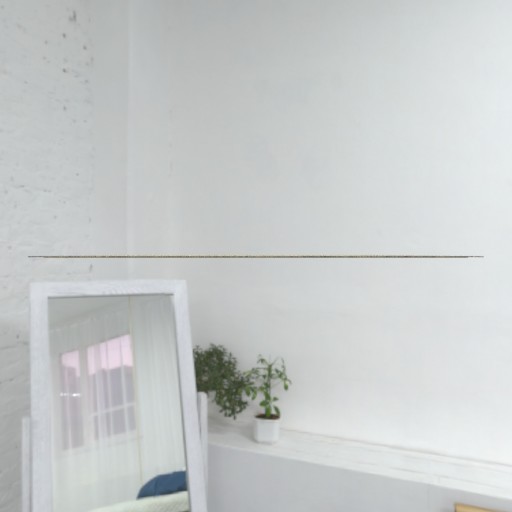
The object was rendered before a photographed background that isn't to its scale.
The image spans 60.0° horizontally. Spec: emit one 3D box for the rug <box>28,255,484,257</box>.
[{"bbox_3d":[0.000,0.000,4.175,3.056,0.010,2.437,0,0,0],"label":"rug"}]
